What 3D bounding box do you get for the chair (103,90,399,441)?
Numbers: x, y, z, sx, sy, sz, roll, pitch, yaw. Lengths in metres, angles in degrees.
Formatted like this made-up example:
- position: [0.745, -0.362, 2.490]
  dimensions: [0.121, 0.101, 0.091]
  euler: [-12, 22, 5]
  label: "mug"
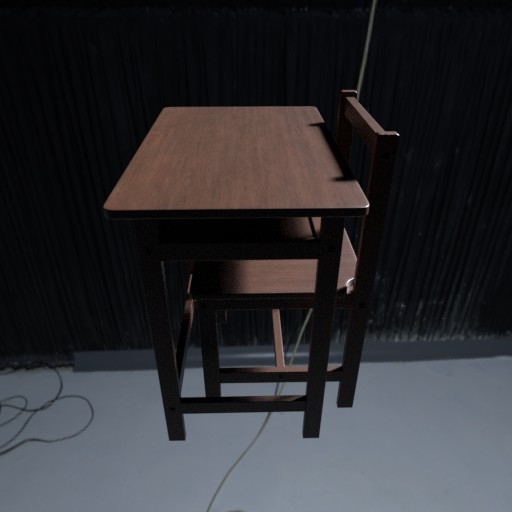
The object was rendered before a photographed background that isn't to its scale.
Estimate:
- position: [0.000, 0.000, 1.039]
  dimensions: [0.463, 0.673, 0.599]
  euler: [-1, 32, -1]
  label: "chair"
